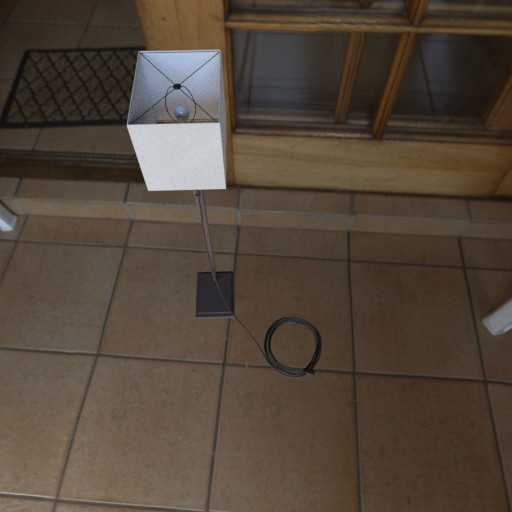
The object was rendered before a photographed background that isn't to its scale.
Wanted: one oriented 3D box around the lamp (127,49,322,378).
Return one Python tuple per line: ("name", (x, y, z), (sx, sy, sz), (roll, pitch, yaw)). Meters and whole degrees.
("lamp", (0.000, 0.000, 2.022), (0.774, 1.600, 0.698), (-2, 59, -1))
